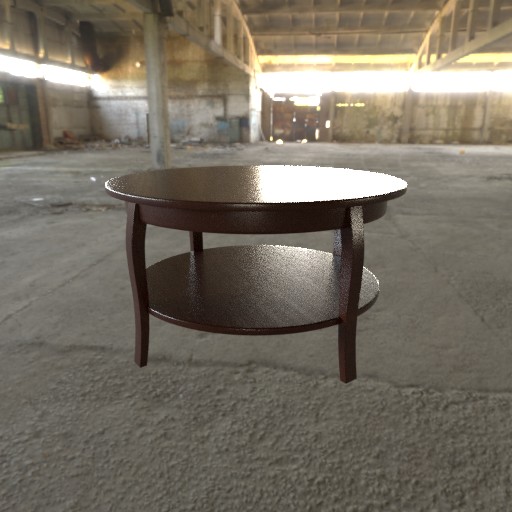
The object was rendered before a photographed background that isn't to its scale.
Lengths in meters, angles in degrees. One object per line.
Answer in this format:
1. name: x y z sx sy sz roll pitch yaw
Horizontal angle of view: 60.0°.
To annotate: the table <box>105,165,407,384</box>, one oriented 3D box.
1. table: 0.000 0.000 1.476 0.911 0.512 0.911 0 17 0
